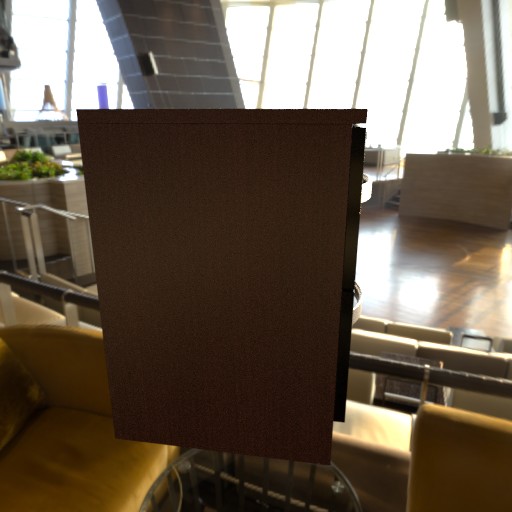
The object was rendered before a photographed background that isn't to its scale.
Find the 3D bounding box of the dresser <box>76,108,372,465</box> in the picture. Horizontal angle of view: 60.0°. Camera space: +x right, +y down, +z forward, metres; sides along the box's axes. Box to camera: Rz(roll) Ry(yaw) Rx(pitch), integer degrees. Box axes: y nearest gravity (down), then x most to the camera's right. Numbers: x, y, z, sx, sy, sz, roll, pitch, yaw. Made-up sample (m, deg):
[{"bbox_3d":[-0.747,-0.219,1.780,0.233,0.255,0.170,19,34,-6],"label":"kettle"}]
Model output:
[{"bbox_3d":[0.000,0.000,0.750,0.360,0.470,0.400,3,18,9],"label":"dresser"}]
